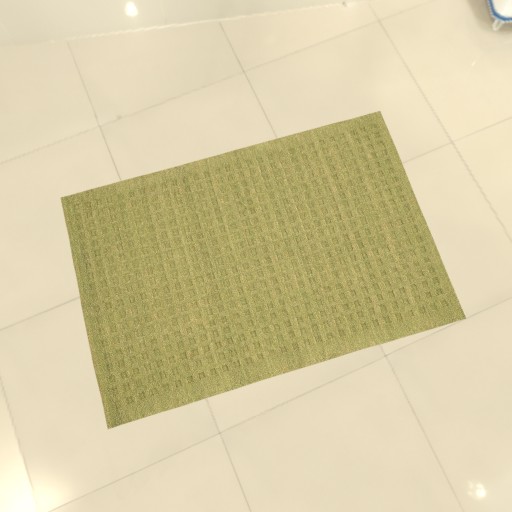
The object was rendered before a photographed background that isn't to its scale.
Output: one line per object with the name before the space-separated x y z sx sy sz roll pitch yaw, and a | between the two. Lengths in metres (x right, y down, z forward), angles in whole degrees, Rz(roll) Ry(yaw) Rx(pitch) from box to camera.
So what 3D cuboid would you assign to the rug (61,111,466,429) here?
rug | 0.000 0.000 2.877 2.297 0.007 1.529 -16 76 -4
